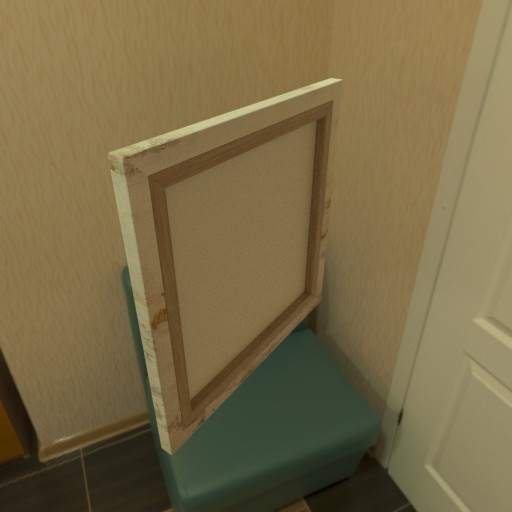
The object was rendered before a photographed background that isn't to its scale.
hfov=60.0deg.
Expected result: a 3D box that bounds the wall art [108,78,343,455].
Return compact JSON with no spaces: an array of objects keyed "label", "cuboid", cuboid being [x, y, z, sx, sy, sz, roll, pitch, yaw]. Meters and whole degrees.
[{"label":"wall art","cuboid":[0.000,0.000,1.149,0.038,0.755,0.753,21,38,30]}]
